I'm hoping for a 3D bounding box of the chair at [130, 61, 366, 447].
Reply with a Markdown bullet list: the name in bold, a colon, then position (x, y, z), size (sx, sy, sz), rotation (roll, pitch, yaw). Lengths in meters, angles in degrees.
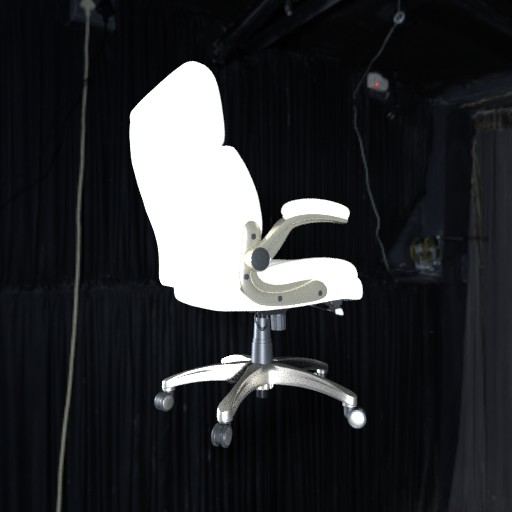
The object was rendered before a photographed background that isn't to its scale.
- **chair**: position (0.000, 0.000, 1.617), size (0.794, 1.110, 0.740), rotation (0, 0, -36)
